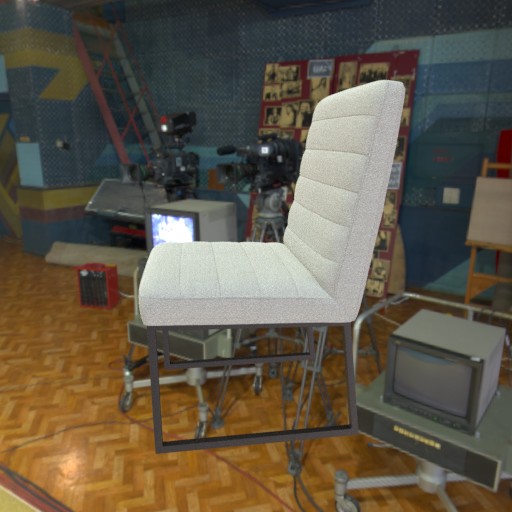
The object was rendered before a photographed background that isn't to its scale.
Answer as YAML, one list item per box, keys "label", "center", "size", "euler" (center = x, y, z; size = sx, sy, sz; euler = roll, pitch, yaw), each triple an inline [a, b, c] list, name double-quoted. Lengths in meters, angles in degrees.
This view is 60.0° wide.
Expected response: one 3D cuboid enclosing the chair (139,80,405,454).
- label: "chair"
  center: [0.000, 0.000, 1.304]
  size: [0.634, 0.930, 0.520]
  euler: [-2, 15, -8]
